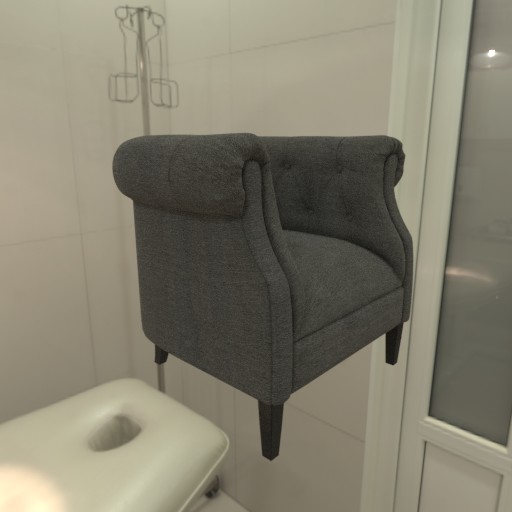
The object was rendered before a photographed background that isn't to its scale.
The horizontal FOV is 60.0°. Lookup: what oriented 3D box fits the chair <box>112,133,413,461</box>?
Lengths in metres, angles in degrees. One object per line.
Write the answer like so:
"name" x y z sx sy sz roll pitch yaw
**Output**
"chair" 0.000 0.000 1.558 0.852 0.827 0.905 13 20 41
